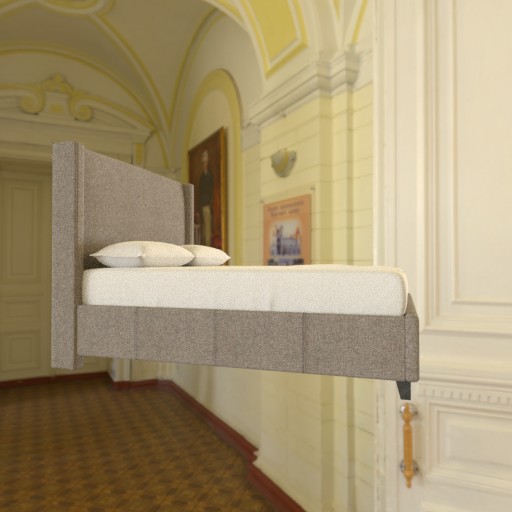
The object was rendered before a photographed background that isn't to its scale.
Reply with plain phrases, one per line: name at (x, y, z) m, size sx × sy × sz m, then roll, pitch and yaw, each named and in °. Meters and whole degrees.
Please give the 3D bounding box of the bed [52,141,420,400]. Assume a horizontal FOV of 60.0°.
bed at (0.000, 0.000, 3.344) m, size 2.245 × 1.481 × 1.714 m, roll 0°, pitch -1°, yaw 18°
